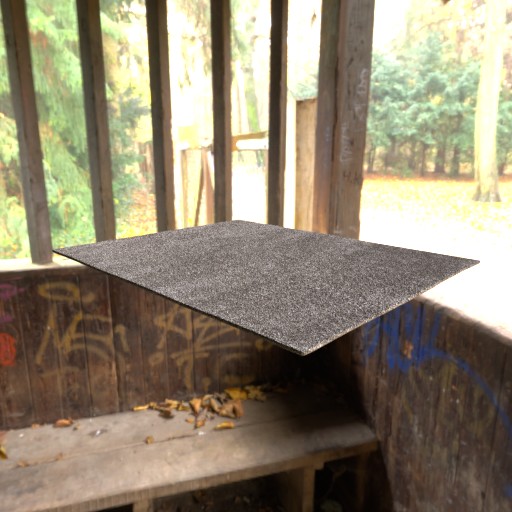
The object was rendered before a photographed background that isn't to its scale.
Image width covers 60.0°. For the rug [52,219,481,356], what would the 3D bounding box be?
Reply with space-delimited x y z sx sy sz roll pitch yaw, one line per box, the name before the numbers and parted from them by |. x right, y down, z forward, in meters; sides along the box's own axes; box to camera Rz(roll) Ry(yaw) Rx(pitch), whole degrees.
rug | 0.000 0.000 3.950 3.000 0.025 2.401 14 20 43
